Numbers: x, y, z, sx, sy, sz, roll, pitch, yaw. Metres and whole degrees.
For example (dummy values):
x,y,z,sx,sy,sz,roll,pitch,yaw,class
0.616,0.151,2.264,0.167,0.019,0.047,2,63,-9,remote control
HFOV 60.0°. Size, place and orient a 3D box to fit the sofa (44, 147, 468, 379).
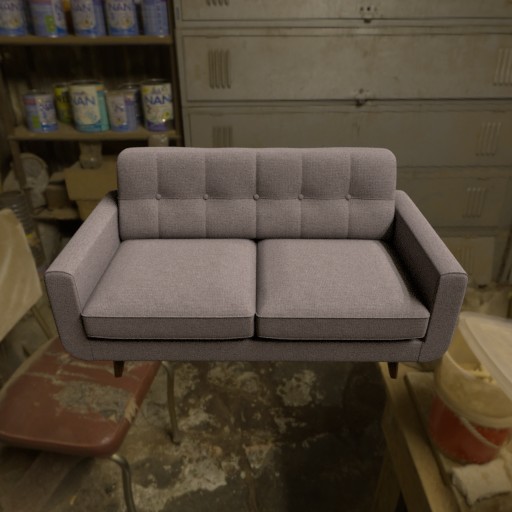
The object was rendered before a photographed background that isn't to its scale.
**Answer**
x,y,z,sx,sy,sz,roll,pitch,yaw,class
0.000,0.000,2.123,1.631,0.841,0.909,0,29,0,sofa
